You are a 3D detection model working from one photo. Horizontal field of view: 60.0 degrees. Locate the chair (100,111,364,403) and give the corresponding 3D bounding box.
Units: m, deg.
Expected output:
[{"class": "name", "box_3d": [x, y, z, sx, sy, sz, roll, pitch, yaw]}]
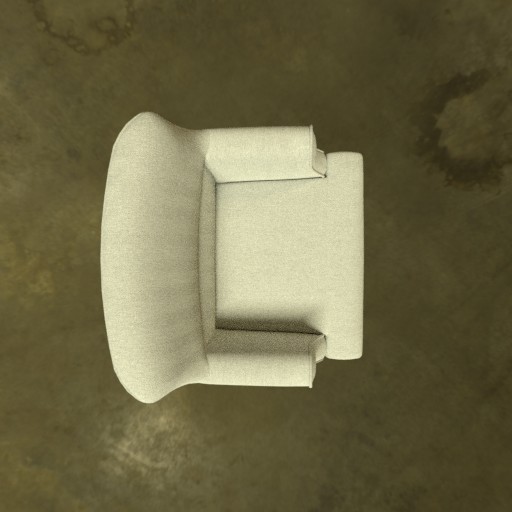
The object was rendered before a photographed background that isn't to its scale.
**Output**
[{"class": "chair", "box_3d": [0.000, 0.000, 1.475, 0.750, 0.875, 0.781, 0, 91, -1]}]
